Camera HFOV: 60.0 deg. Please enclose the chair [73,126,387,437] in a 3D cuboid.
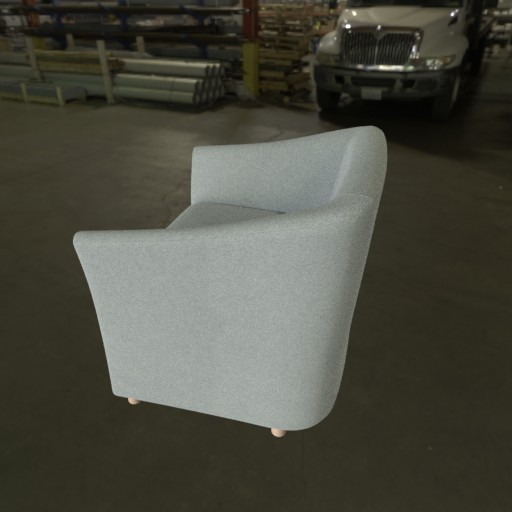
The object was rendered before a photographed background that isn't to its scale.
[{"bbox_3d":[0.000,0.000,1.388,0.700,0.720,0.790,8,30,13],"label":"chair"}]
